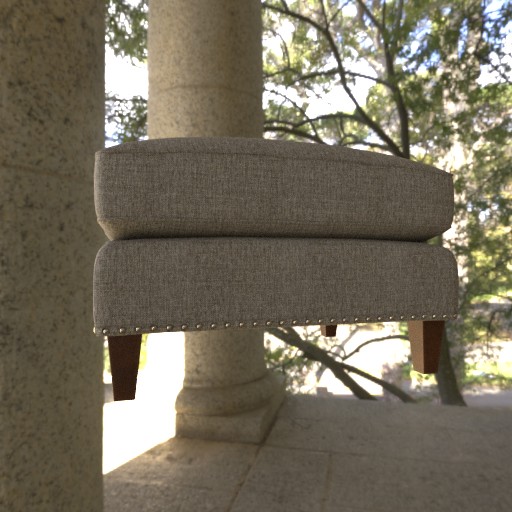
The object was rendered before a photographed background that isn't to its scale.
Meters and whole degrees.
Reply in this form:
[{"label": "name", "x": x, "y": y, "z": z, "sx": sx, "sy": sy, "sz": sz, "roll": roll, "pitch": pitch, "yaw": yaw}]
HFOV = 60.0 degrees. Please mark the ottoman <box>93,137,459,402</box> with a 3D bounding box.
[{"label": "ottoman", "x": 0.000, "y": 0.000, "z": 1.113, "sx": 0.741, "sy": 0.513, "sz": 0.584, "roll": 0, "pitch": 0, "yaw": -17}]
